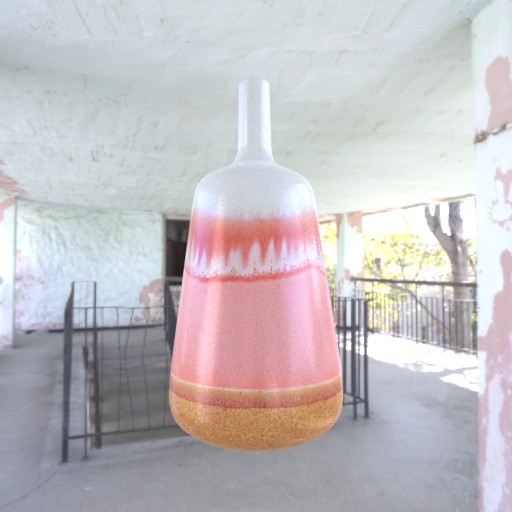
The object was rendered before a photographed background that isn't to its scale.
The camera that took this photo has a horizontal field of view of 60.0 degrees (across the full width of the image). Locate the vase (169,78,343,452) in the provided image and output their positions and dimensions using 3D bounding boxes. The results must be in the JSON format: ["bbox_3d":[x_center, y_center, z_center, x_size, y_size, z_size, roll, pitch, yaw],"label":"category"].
[{"bbox_3d":[0.000,0.000,0.378,0.144,0.296,0.144,0,-2,0],"label":"vase"}]
